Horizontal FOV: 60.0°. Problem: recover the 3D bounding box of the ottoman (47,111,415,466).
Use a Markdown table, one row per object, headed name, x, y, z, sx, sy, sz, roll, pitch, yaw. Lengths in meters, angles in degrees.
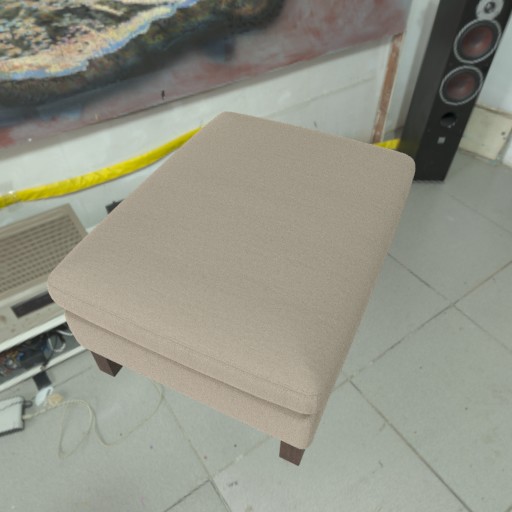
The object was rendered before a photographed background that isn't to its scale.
| name | x | y | z | sx | sy | sz | roll | pitch | yaw |
| --- | --- | --- | --- | --- | --- | --- | --- | --- | --- |
| ottoman | 0.000 | 0.000 | 1.125 | 0.606 | 0.420 | 0.771 | 19 | 49 | 17 |
